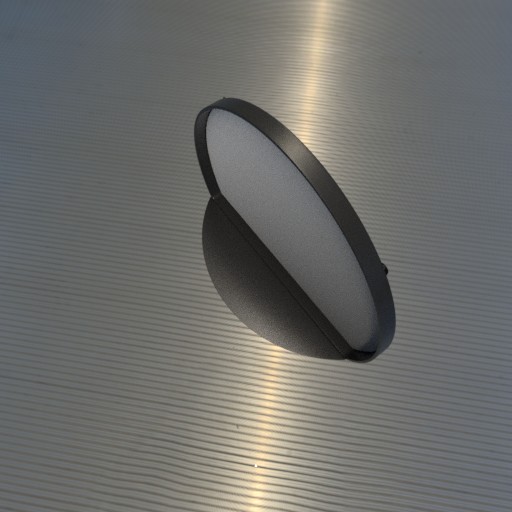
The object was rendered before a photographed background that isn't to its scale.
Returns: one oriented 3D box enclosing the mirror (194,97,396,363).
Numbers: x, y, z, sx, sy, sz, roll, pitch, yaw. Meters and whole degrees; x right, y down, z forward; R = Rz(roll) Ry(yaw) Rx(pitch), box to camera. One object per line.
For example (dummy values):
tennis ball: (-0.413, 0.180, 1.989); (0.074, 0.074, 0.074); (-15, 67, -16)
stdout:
mirror: (0.000, 0.000, 0.694); (0.133, 0.457, 0.457); (-34, 69, -15)
